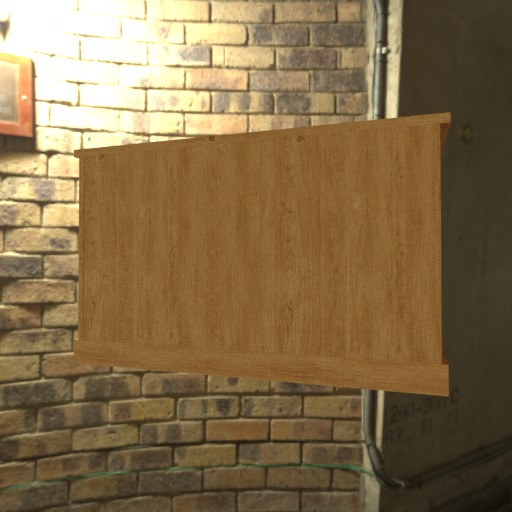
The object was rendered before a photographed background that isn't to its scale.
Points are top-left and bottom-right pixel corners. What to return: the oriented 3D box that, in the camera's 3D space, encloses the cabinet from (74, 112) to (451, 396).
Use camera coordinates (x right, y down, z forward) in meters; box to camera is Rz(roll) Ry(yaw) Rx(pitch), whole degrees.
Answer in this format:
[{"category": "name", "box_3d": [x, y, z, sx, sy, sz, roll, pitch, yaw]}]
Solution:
[{"category": "cabinet", "box_3d": [0.000, 0.000, 1.677, 1.321, 0.810, 0.432, 0, -1, 19]}]
